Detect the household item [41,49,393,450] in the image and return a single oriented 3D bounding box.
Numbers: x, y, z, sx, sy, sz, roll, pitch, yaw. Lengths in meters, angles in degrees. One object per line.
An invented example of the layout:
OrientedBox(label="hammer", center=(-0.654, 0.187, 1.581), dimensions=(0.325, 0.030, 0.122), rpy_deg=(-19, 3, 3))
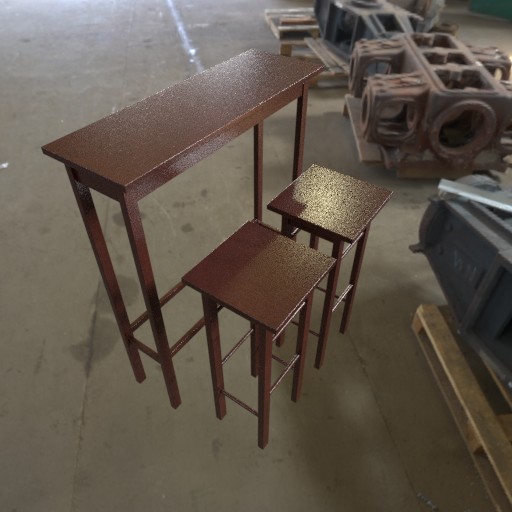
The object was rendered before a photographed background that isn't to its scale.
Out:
OrientedBox(label="household item", center=(0.000, 0.000, 1.602), dimensions=(0.676, 1.067, 0.914), rpy_deg=(26, 48, 25))
